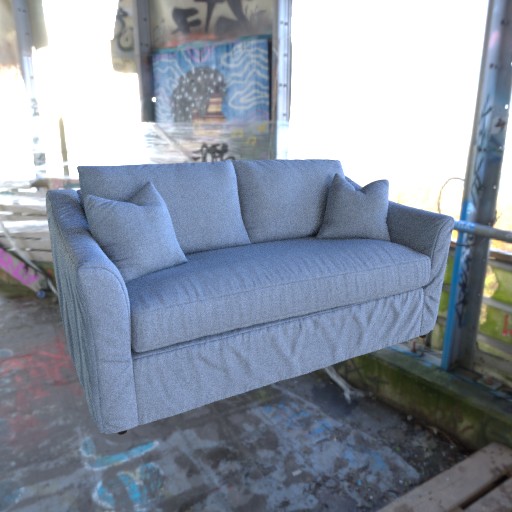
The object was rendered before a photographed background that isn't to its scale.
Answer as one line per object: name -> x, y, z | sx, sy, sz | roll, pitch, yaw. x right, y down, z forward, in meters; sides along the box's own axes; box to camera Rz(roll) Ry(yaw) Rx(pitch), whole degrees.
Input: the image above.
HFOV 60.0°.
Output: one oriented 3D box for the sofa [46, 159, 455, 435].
sofa -> 0.000, 0.000, 2.478 | 2.010, 1.018, 1.072 | -9, 18, -28
